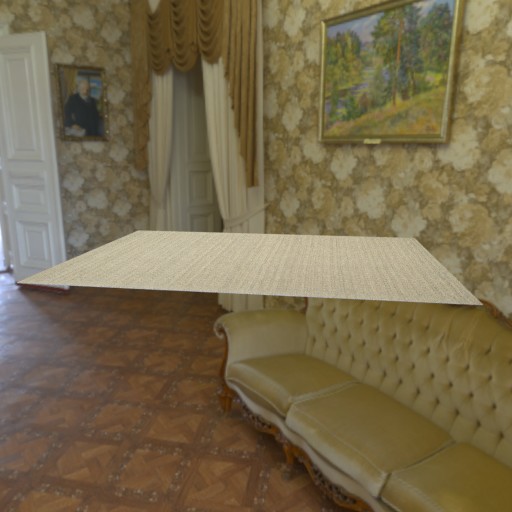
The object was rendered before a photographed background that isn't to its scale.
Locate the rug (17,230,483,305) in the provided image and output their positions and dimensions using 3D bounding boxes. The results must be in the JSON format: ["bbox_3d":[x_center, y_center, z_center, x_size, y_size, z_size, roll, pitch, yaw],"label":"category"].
[{"bbox_3d":[0.000,0.000,3.673,2.895,0.006,1.981,2,13,8],"label":"rug"}]
